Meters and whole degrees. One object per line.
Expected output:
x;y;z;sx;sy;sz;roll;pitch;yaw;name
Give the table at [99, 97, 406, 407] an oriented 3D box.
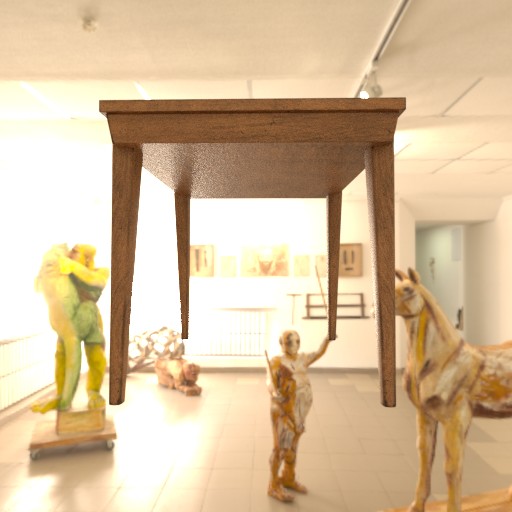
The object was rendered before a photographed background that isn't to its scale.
0.000;0.000;1.600;0.757;0.760;1.027;0;-1;1;table
